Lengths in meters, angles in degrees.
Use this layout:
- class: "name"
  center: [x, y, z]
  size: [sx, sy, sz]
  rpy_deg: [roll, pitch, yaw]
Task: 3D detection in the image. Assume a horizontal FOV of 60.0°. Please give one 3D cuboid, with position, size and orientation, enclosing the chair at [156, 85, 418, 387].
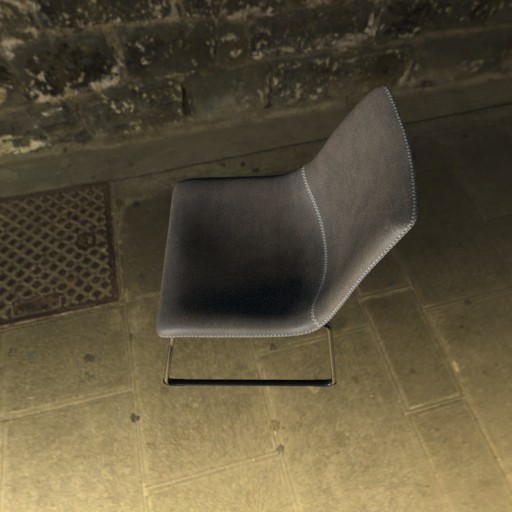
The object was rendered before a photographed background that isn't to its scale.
- class: "chair"
  center: [0.000, 0.000, 1.114]
  size: [0.550, 0.780, 0.460]
  rpy_deg: [0, 59, 0]
